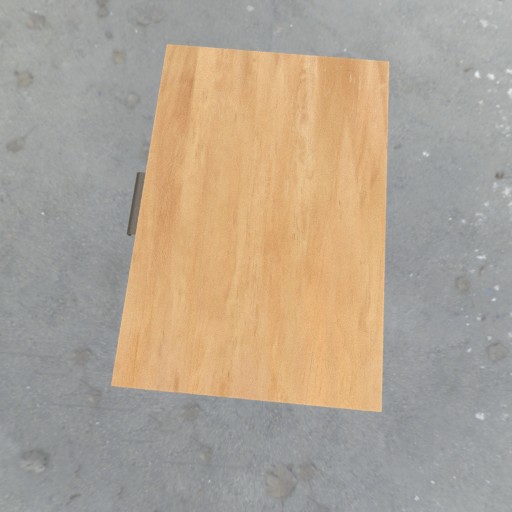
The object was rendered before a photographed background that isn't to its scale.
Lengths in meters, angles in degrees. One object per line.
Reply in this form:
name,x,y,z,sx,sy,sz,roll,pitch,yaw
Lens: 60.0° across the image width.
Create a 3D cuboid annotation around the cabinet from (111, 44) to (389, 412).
cabinet,0.000,0.000,0.961,0.394,0.599,0.551,5,76,1
